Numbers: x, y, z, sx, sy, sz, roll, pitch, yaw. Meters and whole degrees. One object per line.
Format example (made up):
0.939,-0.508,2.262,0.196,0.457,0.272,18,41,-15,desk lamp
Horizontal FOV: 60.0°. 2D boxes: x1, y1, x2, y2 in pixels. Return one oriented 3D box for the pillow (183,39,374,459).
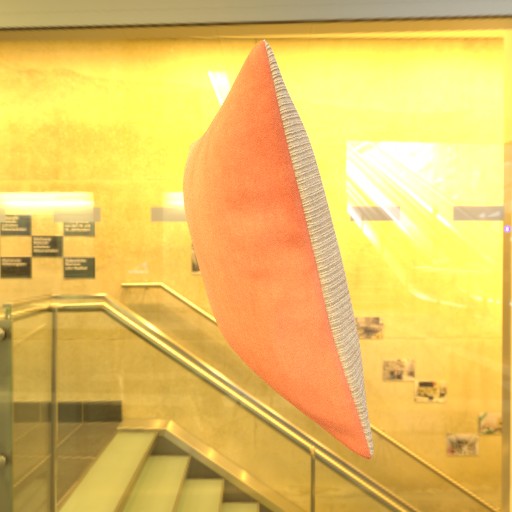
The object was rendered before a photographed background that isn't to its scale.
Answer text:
0.000,0.000,0.622,0.177,0.401,0.424,0,1,-17,pillow
